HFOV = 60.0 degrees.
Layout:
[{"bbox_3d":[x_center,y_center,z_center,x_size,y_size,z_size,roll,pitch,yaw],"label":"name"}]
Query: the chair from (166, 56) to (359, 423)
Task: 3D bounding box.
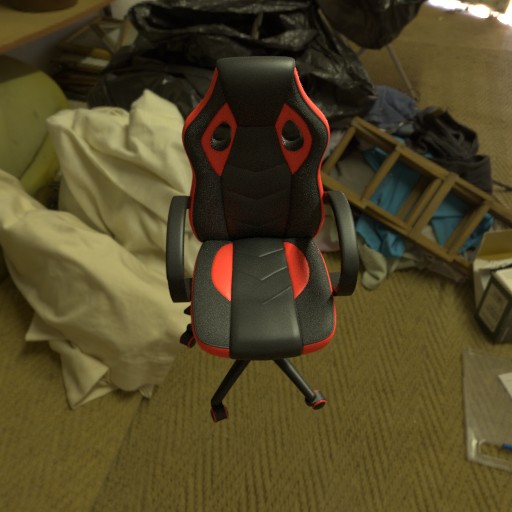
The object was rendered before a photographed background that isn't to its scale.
[{"bbox_3d":[0.000,0.000,1.399,0.600,1.016,0.642,-2,46,-2],"label":"chair"}]
